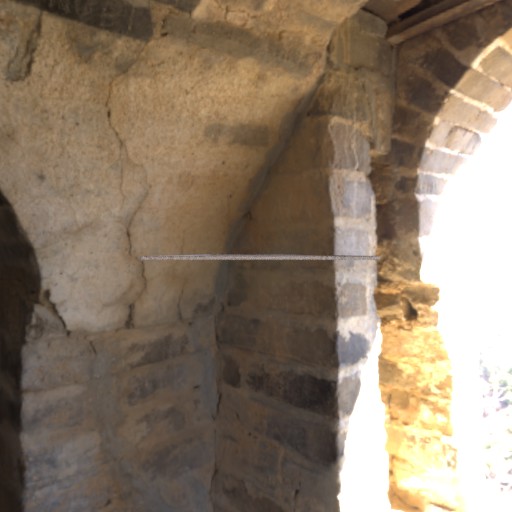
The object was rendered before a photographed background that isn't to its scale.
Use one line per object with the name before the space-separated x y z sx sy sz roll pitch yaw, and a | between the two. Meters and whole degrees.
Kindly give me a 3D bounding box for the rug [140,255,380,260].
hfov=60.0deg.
rug | 0.000 0.000 2.634 0.775 0.012 2.452 0 0 -1
